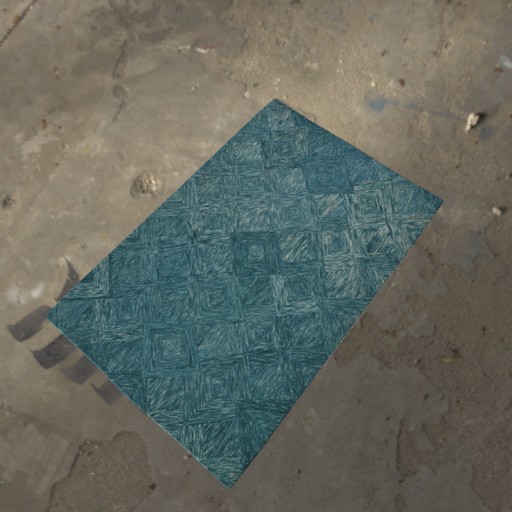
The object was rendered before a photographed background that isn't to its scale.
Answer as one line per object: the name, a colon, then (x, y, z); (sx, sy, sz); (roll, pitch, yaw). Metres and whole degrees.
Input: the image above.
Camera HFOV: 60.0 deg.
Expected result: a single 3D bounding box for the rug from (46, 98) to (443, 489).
rug: (0.000, 0.000, 2.179); (1.136, 0.017, 1.728); (36, 70, 15)
